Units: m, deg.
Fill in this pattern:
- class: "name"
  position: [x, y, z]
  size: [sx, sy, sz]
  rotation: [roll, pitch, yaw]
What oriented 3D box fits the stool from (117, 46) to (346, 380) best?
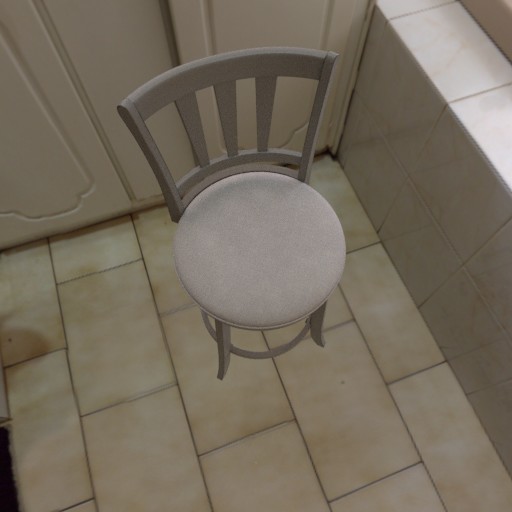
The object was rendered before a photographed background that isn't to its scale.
- class: "stool"
  position: [0.000, 0.000, 1.237]
  size: [0.450, 0.994, 0.486]
  rotation: [-16, 66, -7]
